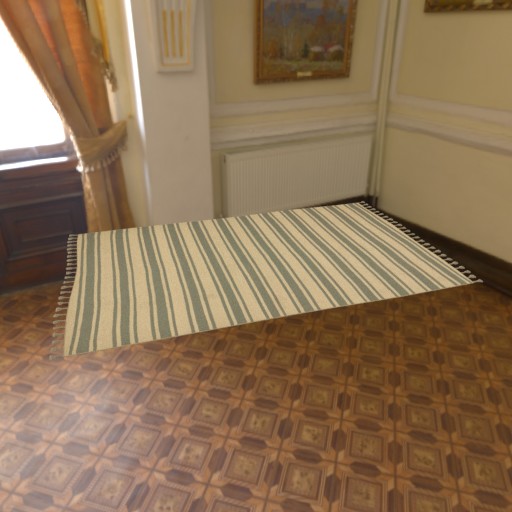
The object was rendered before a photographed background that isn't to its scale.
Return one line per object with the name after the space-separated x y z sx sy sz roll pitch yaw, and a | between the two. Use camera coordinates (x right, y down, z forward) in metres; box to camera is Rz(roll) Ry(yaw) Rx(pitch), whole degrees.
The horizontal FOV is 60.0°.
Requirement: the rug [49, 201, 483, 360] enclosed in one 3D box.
0.000 0.000 2.515 2.084 0.009 1.222 -8 28 -15 | rug
